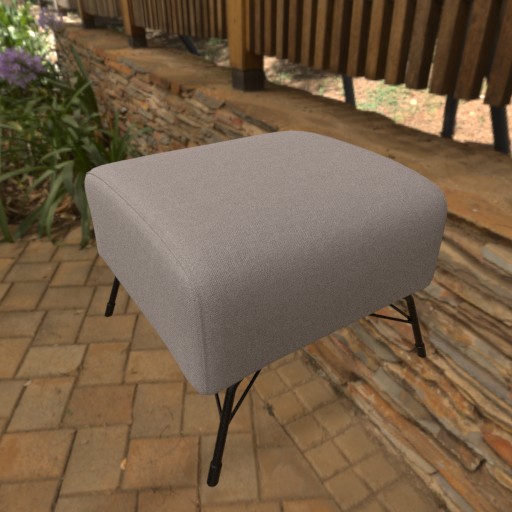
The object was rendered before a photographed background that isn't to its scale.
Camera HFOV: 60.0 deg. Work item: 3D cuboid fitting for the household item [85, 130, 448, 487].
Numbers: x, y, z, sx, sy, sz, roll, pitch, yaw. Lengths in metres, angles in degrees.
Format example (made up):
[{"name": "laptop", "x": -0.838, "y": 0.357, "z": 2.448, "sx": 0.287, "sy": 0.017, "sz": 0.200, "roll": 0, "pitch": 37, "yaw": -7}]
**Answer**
[{"name": "household item", "x": 0.000, "y": 0.000, "z": 0.903, "sx": 0.530, "sy": 0.410, "sz": 0.530, "roll": -19, "pitch": 36, "yaw": -29}]
